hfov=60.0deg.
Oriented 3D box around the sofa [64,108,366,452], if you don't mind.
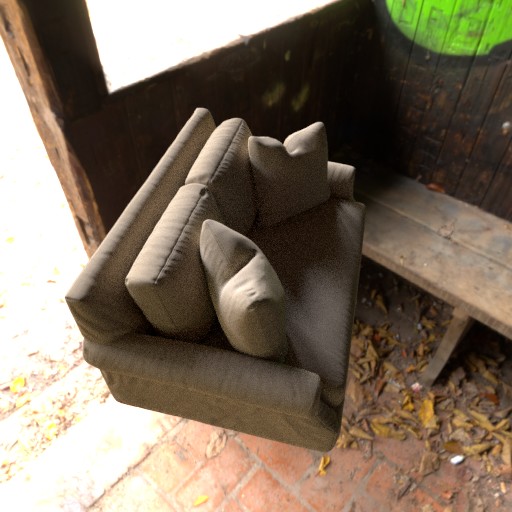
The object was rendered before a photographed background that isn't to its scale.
[{"bbox_3d":[0.000,0.000,2.200,1.070,0.905,1.550,10,47,10],"label":"sofa"}]
